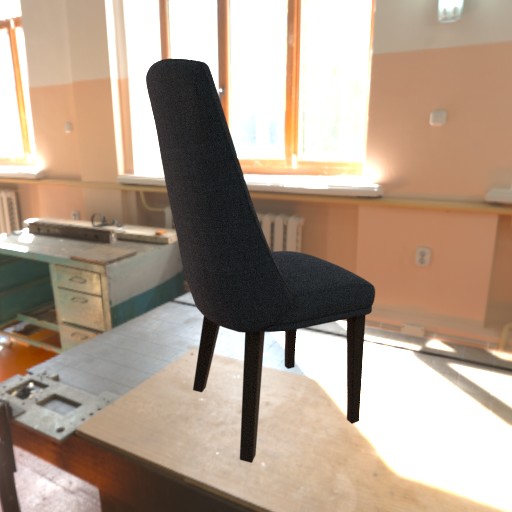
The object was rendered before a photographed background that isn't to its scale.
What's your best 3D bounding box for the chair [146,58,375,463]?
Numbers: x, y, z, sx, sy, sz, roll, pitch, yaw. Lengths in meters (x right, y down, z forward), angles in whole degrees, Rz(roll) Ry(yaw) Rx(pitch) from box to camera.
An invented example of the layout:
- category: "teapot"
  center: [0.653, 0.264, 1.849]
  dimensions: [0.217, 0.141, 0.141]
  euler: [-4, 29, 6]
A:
- category: "chair"
  center: [0.000, 0.000, 1.347]
  dimensions: [0.577, 1.050, 0.510]
  euler: [-7, 16, -26]
